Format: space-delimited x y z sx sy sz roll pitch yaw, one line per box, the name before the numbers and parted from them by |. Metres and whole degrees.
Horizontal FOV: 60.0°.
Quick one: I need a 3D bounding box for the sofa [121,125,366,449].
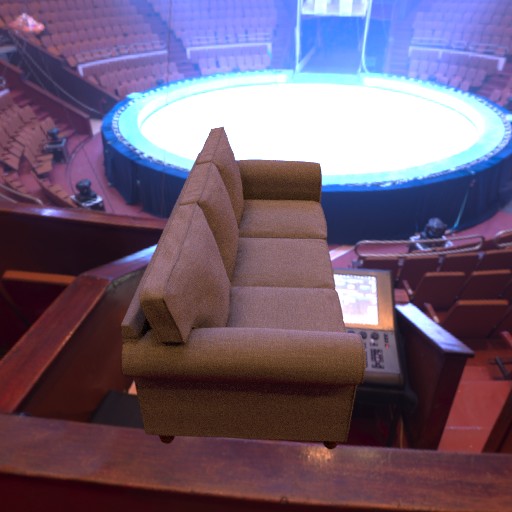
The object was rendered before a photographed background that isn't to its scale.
sofa | 0.000 0.000 2.563 0.916 0.961 2.084 1 32 2
